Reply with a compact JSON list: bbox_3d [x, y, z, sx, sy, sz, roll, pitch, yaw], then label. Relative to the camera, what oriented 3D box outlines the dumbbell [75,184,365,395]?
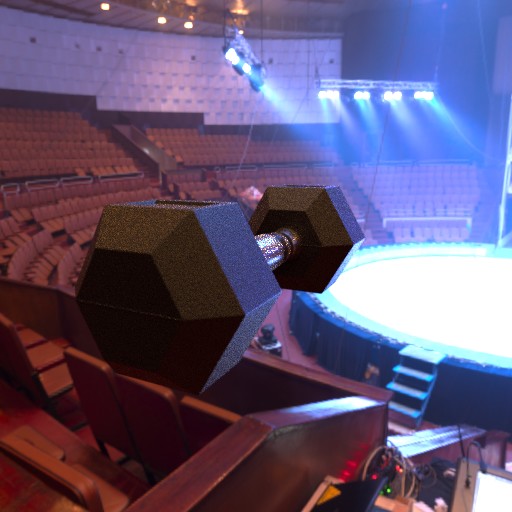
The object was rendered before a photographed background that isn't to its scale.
[{"bbox_3d":[0.000,0.000,0.324,0.106,0.092,0.272,6,13,26],"label":"dumbbell"}]
